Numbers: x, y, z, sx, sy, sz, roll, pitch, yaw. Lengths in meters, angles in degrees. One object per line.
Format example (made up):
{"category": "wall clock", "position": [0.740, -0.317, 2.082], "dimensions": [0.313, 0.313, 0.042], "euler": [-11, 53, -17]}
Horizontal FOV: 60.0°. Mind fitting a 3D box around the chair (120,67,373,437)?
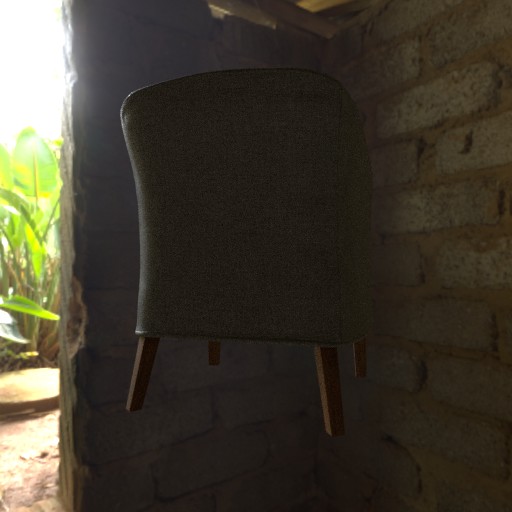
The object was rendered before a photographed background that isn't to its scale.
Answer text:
{"category": "chair", "position": [0.000, 0.000, 1.238], "dimensions": [0.600, 0.771, 0.668], "euler": [0, -1, 18]}
